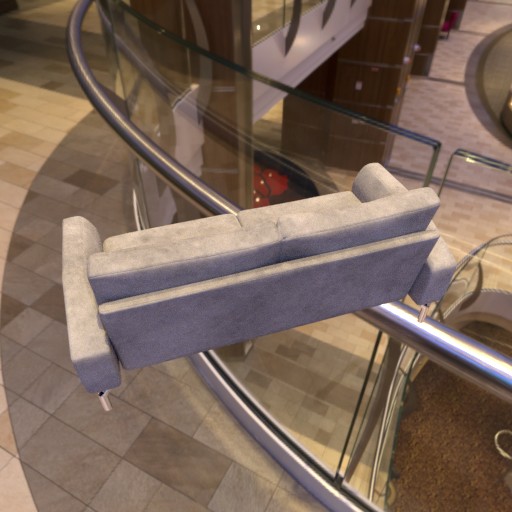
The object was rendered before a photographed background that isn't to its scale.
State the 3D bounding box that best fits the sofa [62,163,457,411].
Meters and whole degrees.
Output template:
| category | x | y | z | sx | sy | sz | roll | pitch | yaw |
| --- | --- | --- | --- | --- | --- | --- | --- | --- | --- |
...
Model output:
| category | x | y | z | sx | sy | sz | roll | pitch | yaw |
| --- | --- | --- | --- | --- | --- | --- | --- | --- | --- |
| sofa | 0.000 | 0.000 | 2.308 | 1.837 | 0.859 | 0.849 | -12 | 43 | -13 |
